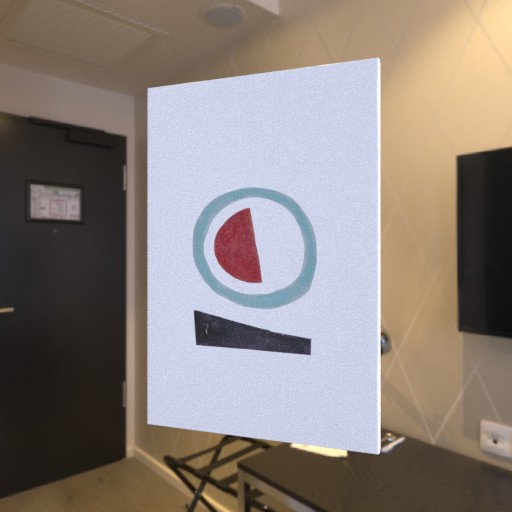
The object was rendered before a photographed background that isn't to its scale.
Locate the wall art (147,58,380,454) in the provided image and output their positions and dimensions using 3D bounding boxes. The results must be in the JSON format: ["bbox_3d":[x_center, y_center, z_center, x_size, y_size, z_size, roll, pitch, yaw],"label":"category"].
[{"bbox_3d":[0.000,0.000,1.116,0.602,0.902,0.048,0,0,18],"label":"wall art"}]
